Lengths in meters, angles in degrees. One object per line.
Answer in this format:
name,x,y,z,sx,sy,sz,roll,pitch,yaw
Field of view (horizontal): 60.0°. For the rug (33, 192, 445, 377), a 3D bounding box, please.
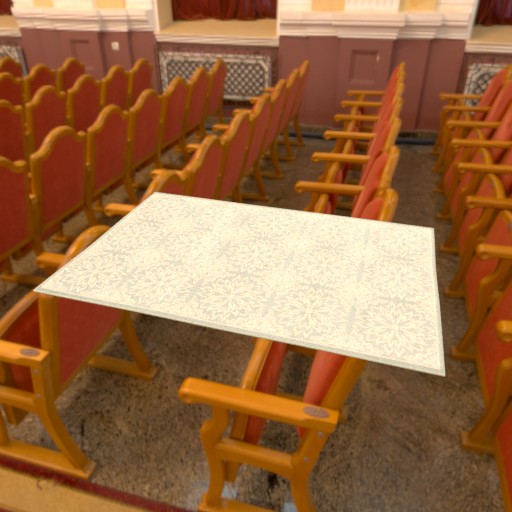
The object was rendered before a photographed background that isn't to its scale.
rug,0.000,0.000,2.369,1.840,0.012,1.219,9,33,14
